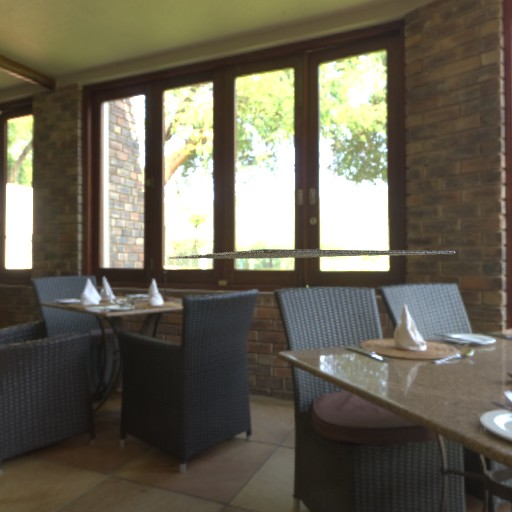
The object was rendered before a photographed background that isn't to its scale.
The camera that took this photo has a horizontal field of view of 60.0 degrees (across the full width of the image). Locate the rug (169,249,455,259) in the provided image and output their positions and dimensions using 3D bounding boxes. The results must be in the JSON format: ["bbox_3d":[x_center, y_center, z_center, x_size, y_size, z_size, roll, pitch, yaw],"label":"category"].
[{"bbox_3d":[0.000,0.000,1.984,0.553,0.012,1.827,0,-1,-18],"label":"rug"}]
